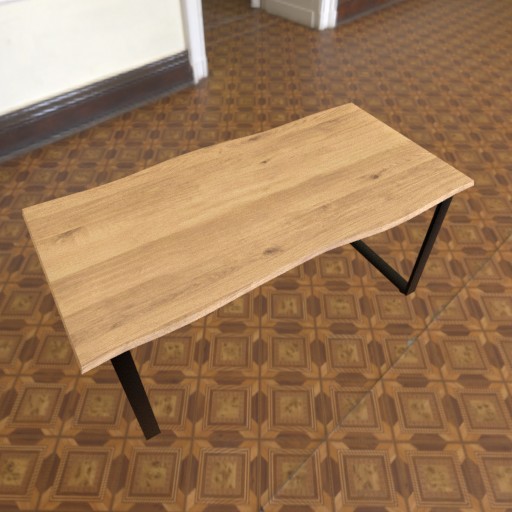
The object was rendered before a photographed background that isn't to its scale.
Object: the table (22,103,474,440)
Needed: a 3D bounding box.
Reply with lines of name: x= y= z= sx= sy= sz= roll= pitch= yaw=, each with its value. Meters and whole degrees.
table: x=0.000 y=0.000 z=2.213 sx=1.800 sy=0.780 sz=0.900 roll=-24 pitch=51 yaw=-21
